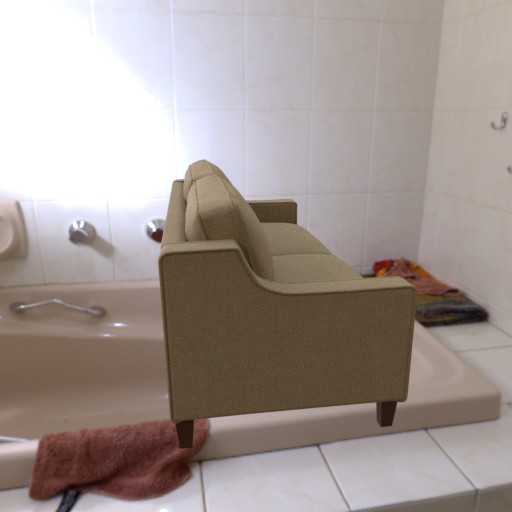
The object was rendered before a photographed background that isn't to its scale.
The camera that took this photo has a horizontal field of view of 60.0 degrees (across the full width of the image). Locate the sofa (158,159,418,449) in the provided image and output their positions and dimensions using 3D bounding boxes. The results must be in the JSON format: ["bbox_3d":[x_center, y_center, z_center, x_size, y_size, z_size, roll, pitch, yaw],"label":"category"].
[{"bbox_3d":[0.000,0.000,2.818,1.066,1.071,2.178,-3,17,-9],"label":"sofa"}]
